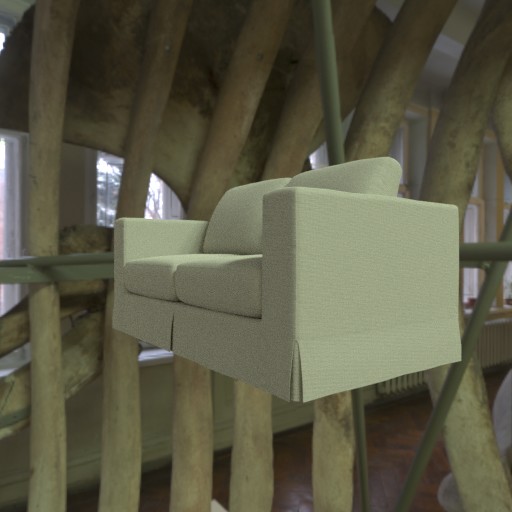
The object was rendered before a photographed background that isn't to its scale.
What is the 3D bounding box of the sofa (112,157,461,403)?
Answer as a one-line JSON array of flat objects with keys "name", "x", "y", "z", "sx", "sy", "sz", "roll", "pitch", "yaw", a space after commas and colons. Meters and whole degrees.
[{"name": "sofa", "x": 0.000, "y": 0.000, "z": 2.429, "sx": 1.009, "sy": 0.932, "sz": 1.813, "roll": 0, "pitch": 0, "yaw": -36}]
